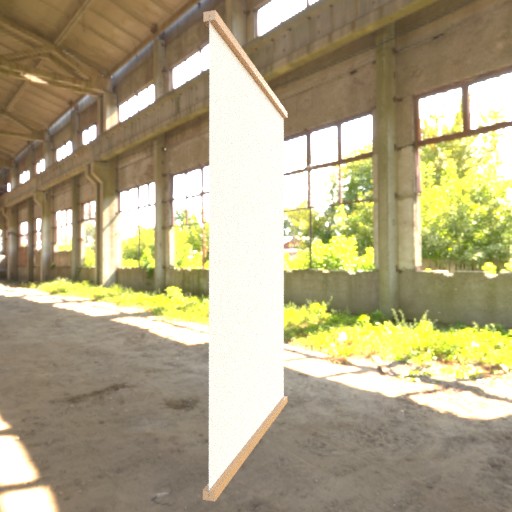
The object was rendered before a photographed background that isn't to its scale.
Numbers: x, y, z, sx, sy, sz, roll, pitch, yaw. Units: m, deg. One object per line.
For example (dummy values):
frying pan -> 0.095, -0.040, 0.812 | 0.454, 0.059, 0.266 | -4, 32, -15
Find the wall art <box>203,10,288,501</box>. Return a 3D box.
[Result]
wall art -> 0.000, 0.000, 1.244 | 0.027, 1.020, 0.669 | 0, -1, 17
